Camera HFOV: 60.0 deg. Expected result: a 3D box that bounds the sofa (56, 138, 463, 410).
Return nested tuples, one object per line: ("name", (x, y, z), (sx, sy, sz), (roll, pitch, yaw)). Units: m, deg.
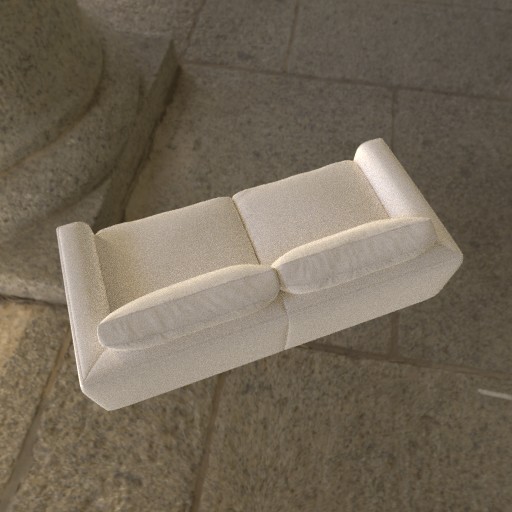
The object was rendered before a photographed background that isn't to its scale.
("sofa", (0.000, 0.000, 2.774), (2.262, 0.801, 1.070), (-17, 61, -10))
